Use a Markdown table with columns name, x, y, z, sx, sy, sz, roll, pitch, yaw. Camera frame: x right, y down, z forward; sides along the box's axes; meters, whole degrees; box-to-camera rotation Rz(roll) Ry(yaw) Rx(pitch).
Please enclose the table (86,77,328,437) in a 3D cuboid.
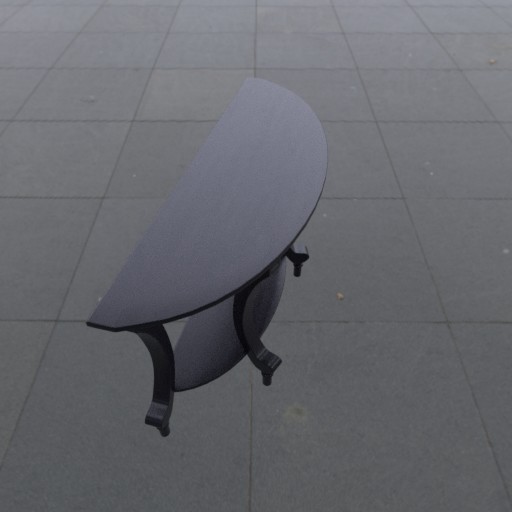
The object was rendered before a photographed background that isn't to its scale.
| name | x | y | z | sx | sy | sz | roll | pitch | yaw |
| --- | --- | --- | --- | --- | --- | --- | --- | --- | --- |
| table | 0.000 | 0.000 | 1.518 | 0.394 | 0.692 | 1.198 | 11 | 47 | 11 |
